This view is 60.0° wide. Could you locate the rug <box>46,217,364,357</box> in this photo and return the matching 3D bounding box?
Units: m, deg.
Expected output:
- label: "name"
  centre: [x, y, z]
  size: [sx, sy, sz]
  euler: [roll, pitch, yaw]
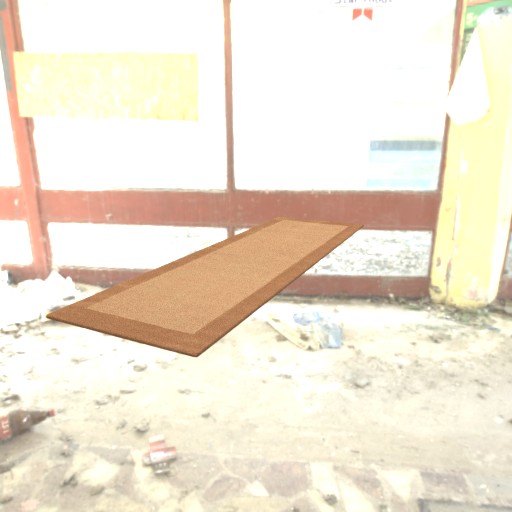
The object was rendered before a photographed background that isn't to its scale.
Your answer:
- label: "rug"
  centre: [0.000, 0.000, 2.740]
  size: [0.764, 0.017, 2.439]
  euler: [8, 18, 25]
